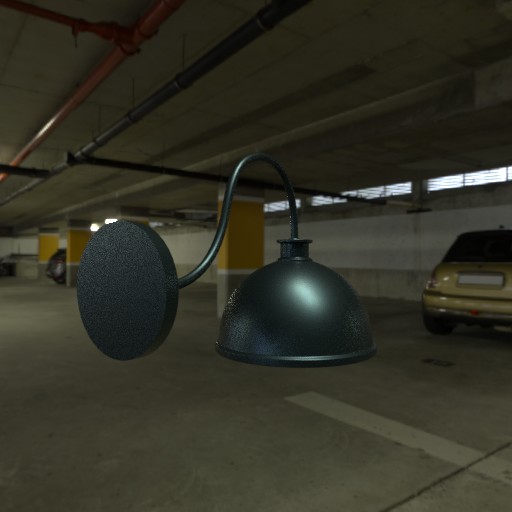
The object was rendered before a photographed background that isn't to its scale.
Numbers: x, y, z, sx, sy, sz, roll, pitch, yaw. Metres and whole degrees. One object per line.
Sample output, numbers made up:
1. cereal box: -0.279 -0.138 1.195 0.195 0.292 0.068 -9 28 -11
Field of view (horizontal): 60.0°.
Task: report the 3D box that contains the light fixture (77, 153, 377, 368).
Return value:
1. light fixture: 0.000 0.000 0.622 0.253 0.295 0.467 0 0 35
